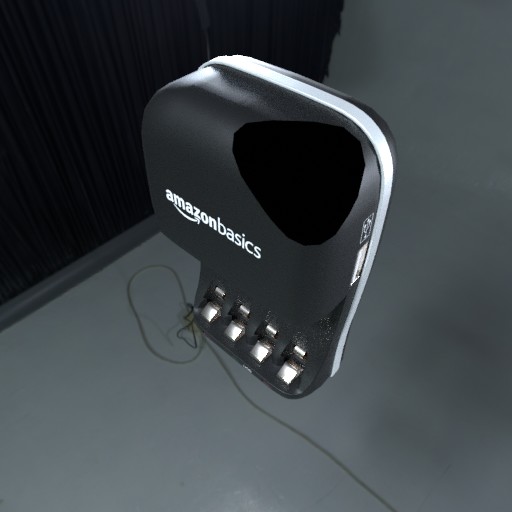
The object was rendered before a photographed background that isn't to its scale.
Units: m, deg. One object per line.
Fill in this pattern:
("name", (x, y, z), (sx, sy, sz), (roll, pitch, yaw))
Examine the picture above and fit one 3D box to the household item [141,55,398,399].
("household item", (0.000, 0.000, 0.148), (0.070, 0.114, 0.038), (33, 55, 27))
